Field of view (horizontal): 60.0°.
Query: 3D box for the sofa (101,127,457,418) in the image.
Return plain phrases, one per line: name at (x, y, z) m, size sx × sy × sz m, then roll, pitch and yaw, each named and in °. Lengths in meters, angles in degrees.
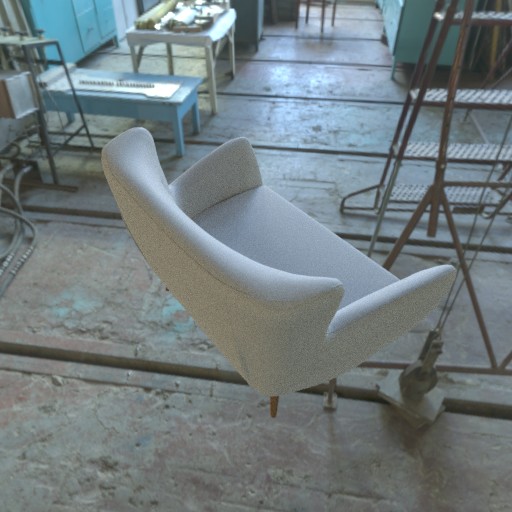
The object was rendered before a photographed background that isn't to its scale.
sofa at (0.000, 0.000, 2.009) m, size 0.921 × 0.878 × 1.424 m, roll -26°, pitch 47°, yaw -27°
